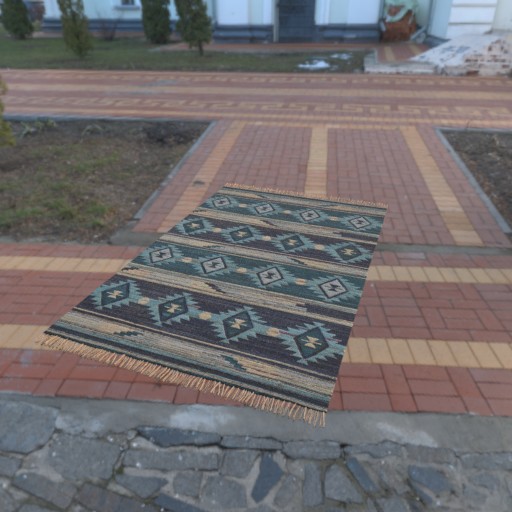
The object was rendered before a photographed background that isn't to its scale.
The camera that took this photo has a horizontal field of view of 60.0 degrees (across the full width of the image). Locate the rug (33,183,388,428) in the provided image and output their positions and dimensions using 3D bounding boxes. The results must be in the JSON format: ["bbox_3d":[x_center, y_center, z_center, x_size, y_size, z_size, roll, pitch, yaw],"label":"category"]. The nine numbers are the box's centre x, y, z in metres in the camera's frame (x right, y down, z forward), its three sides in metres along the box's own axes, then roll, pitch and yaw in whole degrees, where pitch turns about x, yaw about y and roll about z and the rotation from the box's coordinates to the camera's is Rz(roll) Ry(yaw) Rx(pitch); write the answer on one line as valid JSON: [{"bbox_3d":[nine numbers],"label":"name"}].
[{"bbox_3d":[0.000,0.000,2.360,1.181,0.028,1.936,11,31,18],"label":"rug"}]
